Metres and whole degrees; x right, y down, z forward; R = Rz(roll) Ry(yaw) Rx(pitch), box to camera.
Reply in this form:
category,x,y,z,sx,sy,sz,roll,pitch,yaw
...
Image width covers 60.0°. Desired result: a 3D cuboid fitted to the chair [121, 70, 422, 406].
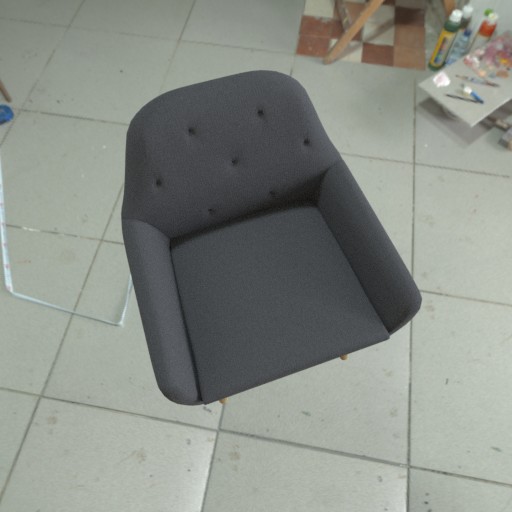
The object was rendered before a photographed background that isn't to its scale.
category,x,y,z,sx,sy,sz,roll,pitch,yaw
chair,0.000,0.000,1.439,0.770,0.800,0.779,-17,64,-9
